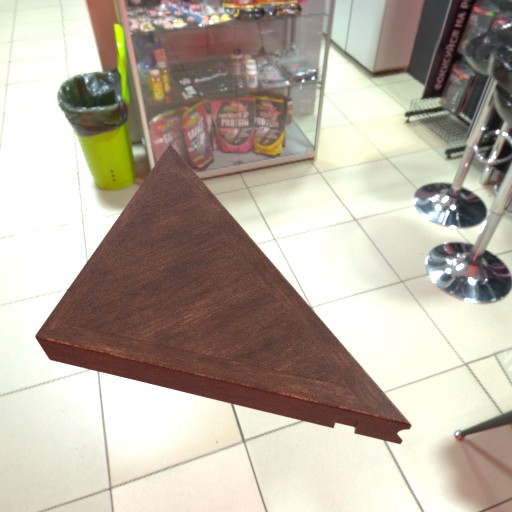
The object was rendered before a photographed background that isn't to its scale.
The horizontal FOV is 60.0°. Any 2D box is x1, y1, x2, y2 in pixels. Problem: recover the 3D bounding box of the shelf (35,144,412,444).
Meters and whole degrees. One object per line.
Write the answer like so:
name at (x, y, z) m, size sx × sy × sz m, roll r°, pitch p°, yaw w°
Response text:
shelf at (0.000, 0.000, 0.443) m, size 0.296 × 0.035 × 0.296 m, roll 10°, pitch 47°, yaw 10°
